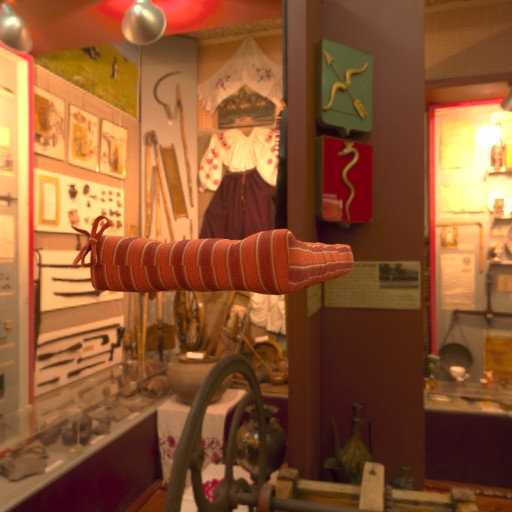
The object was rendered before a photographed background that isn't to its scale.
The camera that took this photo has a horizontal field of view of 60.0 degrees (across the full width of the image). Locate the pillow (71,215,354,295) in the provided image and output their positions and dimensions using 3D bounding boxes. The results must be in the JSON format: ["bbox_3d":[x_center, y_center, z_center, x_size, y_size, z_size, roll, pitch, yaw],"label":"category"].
[{"bbox_3d":[0.000,0.000,1.394,0.511,0.174,1.194,0,0,18],"label":"pillow"}]
